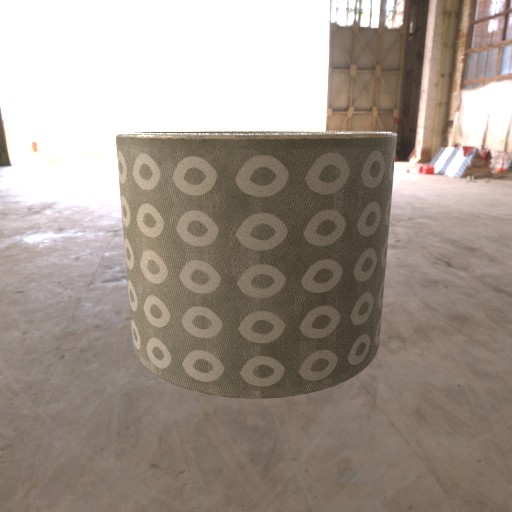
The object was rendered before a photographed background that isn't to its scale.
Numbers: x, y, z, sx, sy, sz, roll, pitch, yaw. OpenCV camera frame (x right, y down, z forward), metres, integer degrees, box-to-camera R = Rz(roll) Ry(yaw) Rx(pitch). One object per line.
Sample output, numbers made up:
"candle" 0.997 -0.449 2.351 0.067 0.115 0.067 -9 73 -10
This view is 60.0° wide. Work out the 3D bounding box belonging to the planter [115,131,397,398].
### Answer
"planter" 0.000 0.000 0.443 0.250 0.239 0.250 0 16 0
